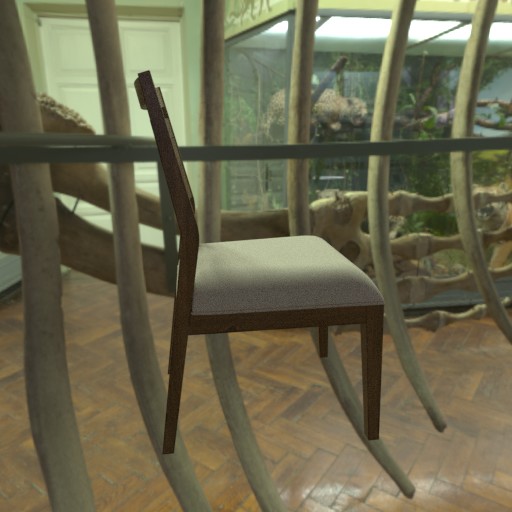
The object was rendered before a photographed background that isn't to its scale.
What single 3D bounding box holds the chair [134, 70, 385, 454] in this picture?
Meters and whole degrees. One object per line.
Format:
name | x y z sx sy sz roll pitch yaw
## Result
chair | 0.000 0.000 1.279 0.610 0.939 0.497 -2 16 -8
